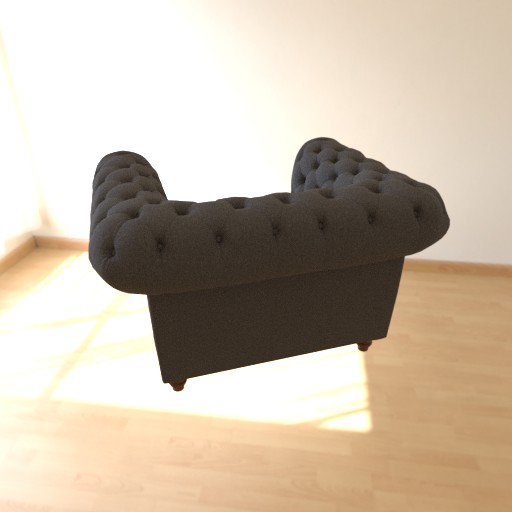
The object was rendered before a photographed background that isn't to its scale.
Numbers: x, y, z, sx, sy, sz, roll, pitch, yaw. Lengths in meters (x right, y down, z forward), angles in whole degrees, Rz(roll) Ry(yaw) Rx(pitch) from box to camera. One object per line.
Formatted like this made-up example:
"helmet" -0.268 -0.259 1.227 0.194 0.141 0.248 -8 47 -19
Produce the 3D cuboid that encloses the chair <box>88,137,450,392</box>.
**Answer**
"chair" 0.000 0.000 1.898 1.270 0.770 0.976 -8 28 -15
